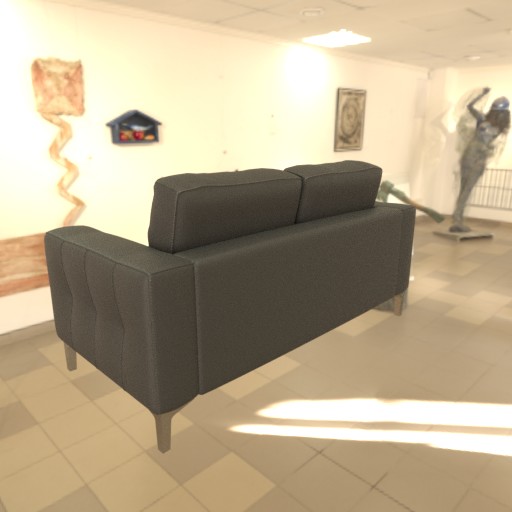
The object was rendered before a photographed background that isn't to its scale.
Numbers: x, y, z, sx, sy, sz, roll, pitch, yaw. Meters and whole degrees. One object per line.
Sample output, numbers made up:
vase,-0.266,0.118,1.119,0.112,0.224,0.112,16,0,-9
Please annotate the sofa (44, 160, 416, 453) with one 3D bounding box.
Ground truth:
sofa,0.000,0.000,2.181,1.726,0.893,0.833,-15,22,-43
